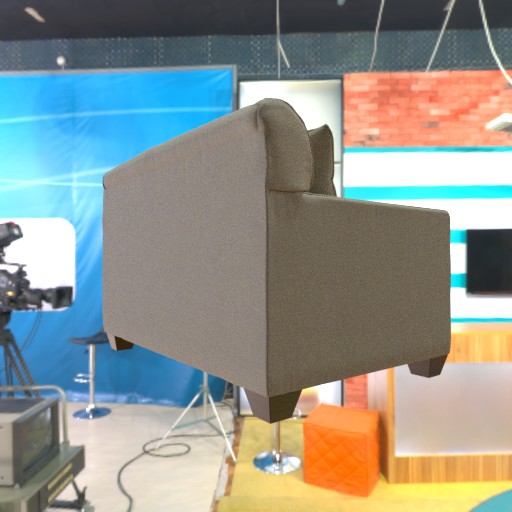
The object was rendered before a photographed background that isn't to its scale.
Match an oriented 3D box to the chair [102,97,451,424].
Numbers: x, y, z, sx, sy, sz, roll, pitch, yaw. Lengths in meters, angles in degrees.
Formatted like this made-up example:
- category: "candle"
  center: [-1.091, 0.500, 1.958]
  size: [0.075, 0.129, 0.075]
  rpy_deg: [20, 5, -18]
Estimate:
- category: "chair"
  center: [0.000, 0.000, 2.034]
  size: [1.000, 0.948, 1.383]
  rpy_deg: [0, 0, -37]
